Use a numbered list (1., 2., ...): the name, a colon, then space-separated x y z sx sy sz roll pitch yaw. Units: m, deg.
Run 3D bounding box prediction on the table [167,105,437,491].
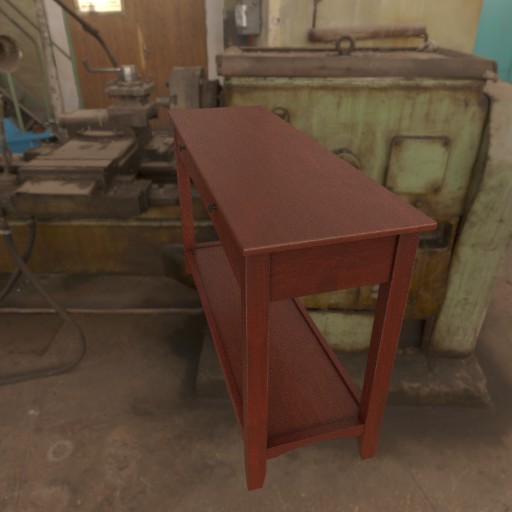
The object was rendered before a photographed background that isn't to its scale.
1. table: 0.000 0.000 1.490 0.392 0.739 1.188 -8 31 -14
